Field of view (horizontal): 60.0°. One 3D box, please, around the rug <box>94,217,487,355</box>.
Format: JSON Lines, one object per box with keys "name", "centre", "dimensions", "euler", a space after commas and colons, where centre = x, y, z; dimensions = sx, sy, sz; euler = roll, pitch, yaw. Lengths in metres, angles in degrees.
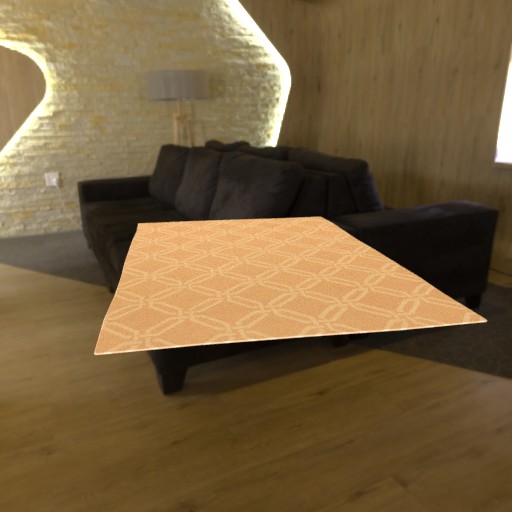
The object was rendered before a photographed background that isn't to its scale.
{"name": "rug", "centre": [0.000, 0.000, 2.645], "dimensions": [1.524, 0.013, 2.135], "euler": [-3, 17, -10]}
